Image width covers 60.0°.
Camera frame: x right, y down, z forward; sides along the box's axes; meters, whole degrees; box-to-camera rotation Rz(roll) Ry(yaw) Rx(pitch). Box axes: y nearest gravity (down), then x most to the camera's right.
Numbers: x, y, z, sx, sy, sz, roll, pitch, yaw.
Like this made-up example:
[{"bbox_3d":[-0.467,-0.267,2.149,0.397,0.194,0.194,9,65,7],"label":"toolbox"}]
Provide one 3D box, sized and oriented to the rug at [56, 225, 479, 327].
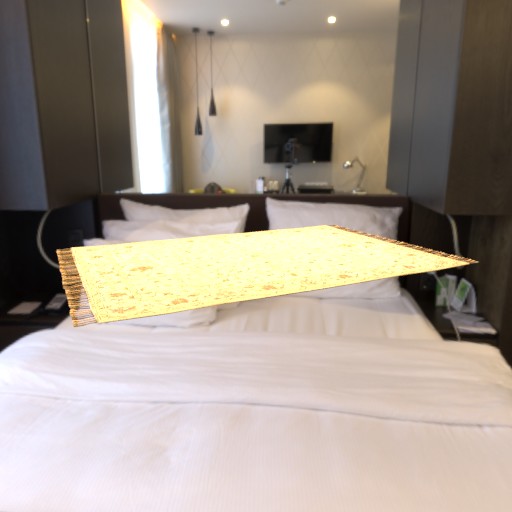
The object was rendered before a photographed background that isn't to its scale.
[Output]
[{"bbox_3d":[0.000,0.000,2.300,1.861,0.017,1.218,-7,15,-25],"label":"rug"}]
